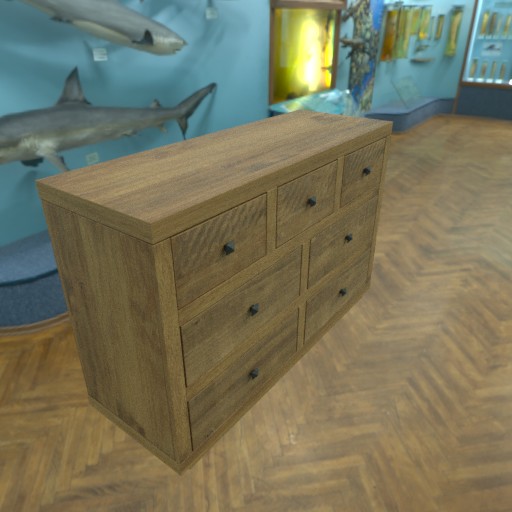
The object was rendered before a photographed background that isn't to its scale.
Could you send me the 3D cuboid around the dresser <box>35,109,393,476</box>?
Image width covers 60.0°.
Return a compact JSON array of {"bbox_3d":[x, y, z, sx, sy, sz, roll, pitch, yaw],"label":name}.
[{"bbox_3d":[0.000,0.000,1.645,0.479,0.825,1.261,20,34,32],"label":"dresser"}]
